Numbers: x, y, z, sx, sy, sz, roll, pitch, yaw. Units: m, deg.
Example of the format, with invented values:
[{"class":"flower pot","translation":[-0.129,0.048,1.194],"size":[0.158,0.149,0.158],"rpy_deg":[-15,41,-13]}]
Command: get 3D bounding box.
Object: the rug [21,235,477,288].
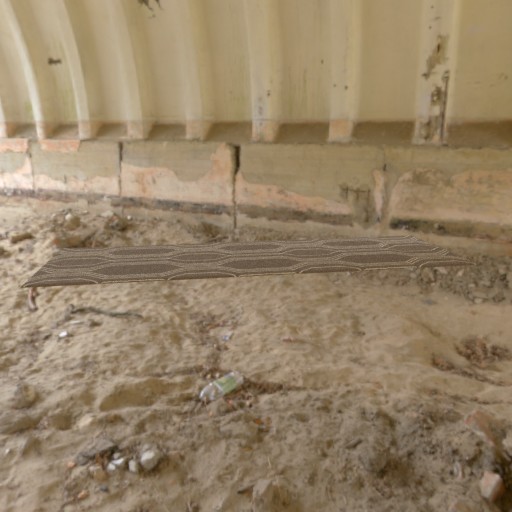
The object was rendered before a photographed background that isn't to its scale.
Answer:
[{"class":"rug","translation":[0.000,0.000,2.732],"size":[2.464,0.012,0.773],"rpy_deg":[-2,15,-9]}]
